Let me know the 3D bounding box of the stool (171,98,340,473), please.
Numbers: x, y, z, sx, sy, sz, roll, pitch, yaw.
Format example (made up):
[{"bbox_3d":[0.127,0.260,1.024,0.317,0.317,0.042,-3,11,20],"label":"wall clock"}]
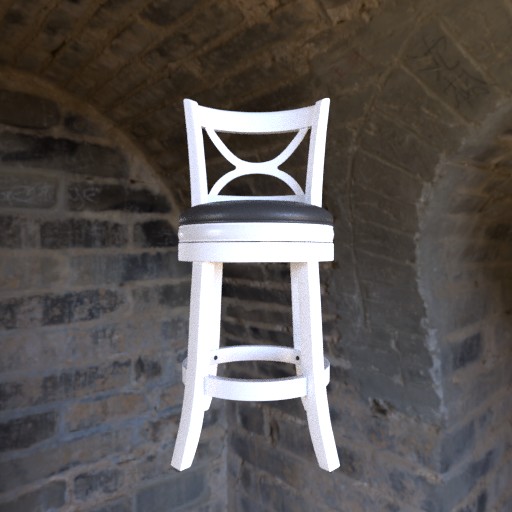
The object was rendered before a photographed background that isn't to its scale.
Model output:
[{"bbox_3d":[0.000,0.000,1.211,0.444,0.953,0.508,0,1,1],"label":"stool"}]
